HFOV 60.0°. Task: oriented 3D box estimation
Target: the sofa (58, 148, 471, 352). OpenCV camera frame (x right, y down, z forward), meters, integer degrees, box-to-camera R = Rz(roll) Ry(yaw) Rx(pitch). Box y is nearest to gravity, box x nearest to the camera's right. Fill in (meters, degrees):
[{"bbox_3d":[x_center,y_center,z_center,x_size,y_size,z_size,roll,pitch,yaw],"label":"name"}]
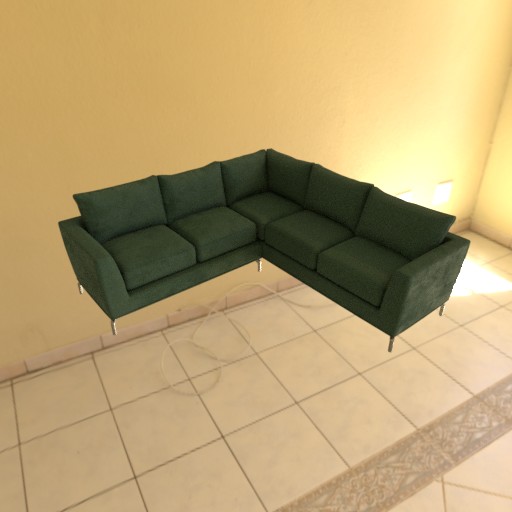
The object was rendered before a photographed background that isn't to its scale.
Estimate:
[{"bbox_3d":[0.000,0.000,3.812,2.468,1.004,2.452,-22,37,-33],"label":"sofa"}]
